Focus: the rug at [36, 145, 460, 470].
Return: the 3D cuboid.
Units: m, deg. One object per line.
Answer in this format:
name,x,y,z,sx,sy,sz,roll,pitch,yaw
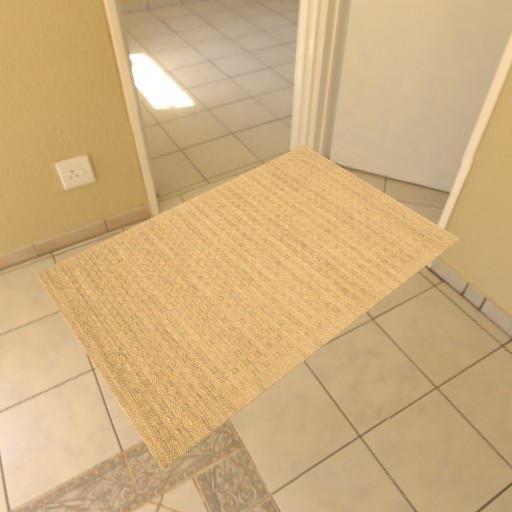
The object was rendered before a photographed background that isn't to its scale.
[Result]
rug,0.000,0.000,2.176,1.752,0.006,1.142,-31,53,-26
